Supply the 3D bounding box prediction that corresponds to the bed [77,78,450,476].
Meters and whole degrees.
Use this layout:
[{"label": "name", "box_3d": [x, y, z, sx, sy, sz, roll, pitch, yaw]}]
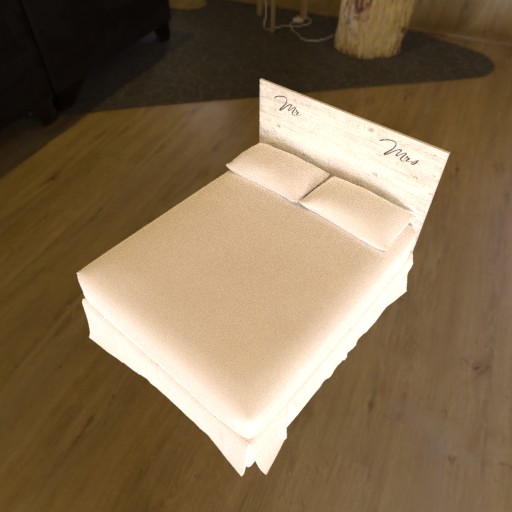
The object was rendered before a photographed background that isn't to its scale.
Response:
[{"label": "bed", "box_3d": [0.000, 0.000, 3.160, 1.745, 1.335, 2.094, 32, 55, 26]}]
